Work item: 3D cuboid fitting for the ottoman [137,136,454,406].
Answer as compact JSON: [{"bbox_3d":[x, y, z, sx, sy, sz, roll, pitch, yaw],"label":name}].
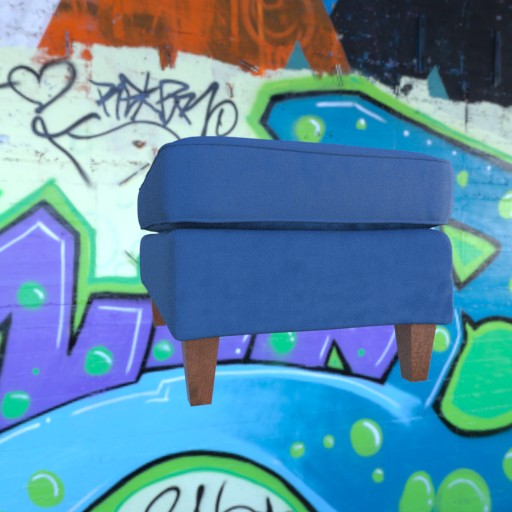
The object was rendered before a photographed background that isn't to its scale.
[{"bbox_3d":[0.000,0.000,1.189,0.583,0.484,0.862,-1,2,-18],"label":"ottoman"}]
